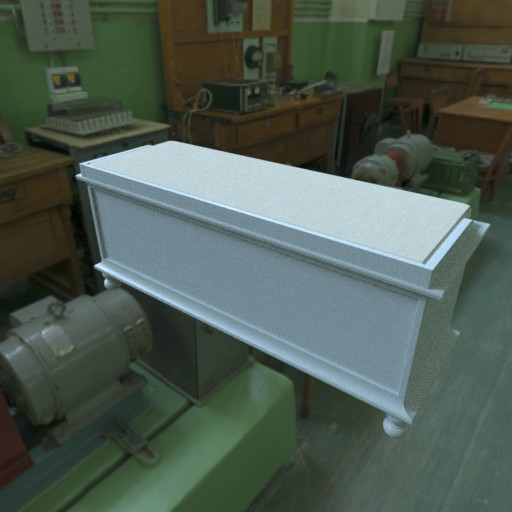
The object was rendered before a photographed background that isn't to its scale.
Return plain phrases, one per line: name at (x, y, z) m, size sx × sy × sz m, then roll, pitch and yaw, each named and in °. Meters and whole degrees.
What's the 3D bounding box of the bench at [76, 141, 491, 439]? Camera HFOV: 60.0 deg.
bench at (0.000, 0.000, 1.384) m, size 1.185 × 0.486 × 0.402 m, roll 20°, pitch 34°, yaw 32°
